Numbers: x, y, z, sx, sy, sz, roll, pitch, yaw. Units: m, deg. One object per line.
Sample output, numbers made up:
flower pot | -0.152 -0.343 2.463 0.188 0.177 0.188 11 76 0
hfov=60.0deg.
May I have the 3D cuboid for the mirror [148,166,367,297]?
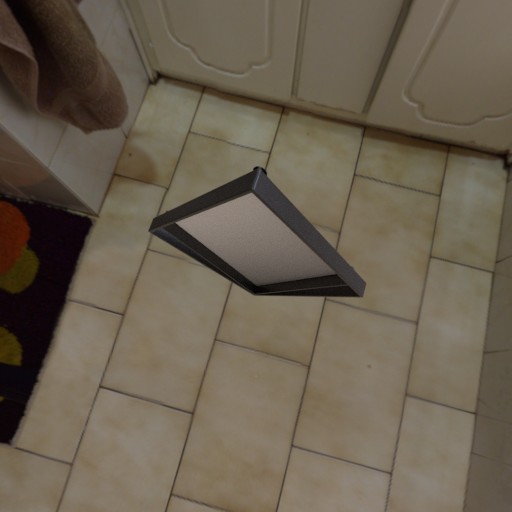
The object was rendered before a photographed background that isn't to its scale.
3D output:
mirror | 0.000 0.000 0.828 0.419 0.679 0.032 17 76 5
